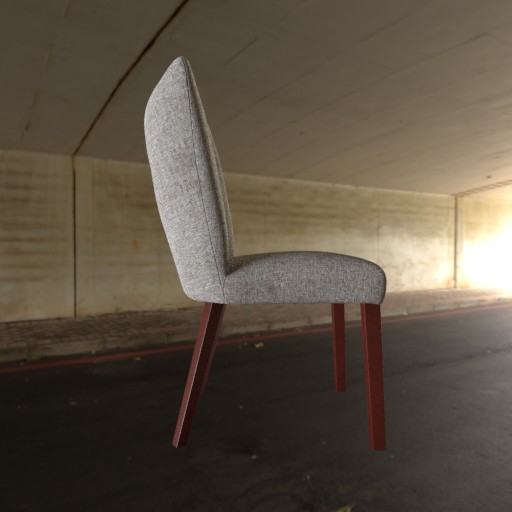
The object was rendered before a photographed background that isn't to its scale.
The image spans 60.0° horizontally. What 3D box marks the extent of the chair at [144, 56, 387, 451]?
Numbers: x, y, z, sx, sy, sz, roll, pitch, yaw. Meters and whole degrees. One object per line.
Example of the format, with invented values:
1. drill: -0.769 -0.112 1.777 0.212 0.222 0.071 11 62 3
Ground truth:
1. chair: 0.000 0.000 1.282 0.623 0.924 0.535 0 1 -1
